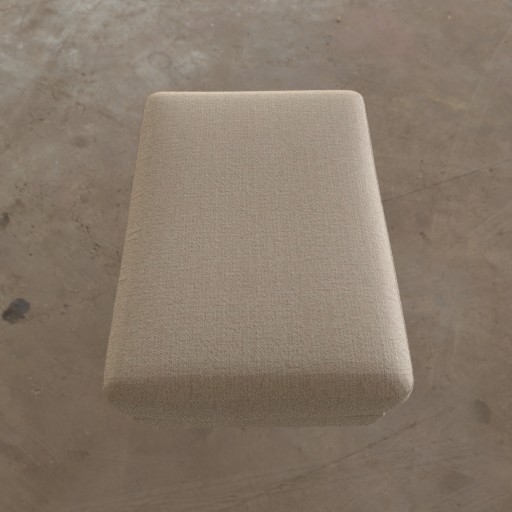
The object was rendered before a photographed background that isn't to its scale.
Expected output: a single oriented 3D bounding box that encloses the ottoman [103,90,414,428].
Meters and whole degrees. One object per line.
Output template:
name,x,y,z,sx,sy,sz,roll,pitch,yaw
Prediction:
ottoman,0.000,0.000,1.227,0.637,0.478,0.885,-1,62,0
